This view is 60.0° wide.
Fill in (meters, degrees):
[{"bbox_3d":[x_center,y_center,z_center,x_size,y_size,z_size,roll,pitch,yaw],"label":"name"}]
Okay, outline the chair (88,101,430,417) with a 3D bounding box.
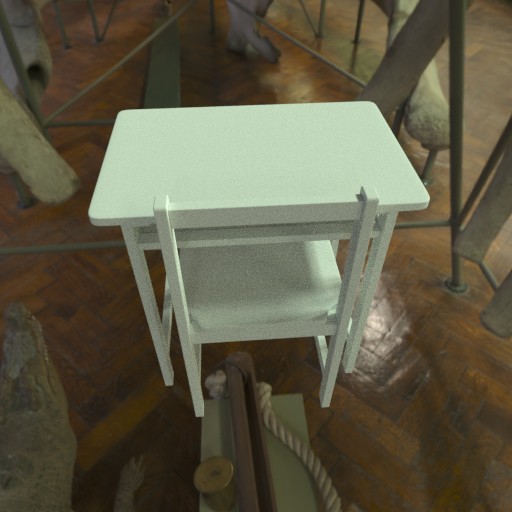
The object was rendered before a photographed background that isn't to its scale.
[{"bbox_3d":[0.000,0.000,1.064,0.599,0.673,0.461,-3,45,-3],"label":"chair"}]
